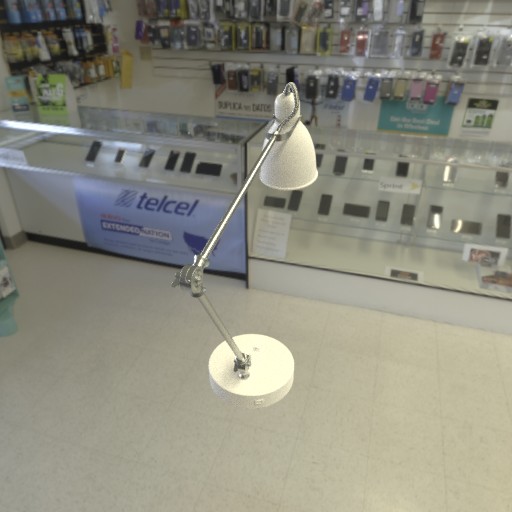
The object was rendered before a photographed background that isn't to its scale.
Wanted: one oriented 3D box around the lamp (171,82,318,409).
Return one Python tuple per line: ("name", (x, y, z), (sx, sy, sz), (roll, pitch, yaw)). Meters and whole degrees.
("lamp", (0.000, 0.000, 0.862), (0.187, 0.587, 0.561), (10, 33, 17))
